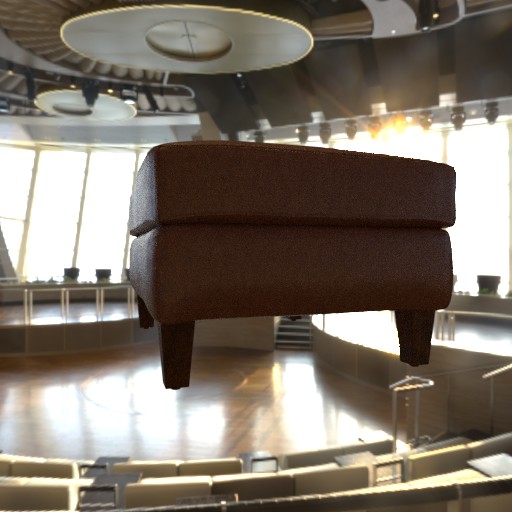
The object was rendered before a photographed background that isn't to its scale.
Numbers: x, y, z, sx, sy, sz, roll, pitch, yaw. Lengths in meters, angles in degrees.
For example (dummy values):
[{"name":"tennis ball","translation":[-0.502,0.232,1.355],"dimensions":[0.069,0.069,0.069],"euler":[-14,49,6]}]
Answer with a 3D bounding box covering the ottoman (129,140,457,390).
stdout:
[{"name":"ottoman","translation":[0.000,0.000,1.223],"dimensions":[0.650,0.485,0.851],"euler":[0,1,-18]}]
